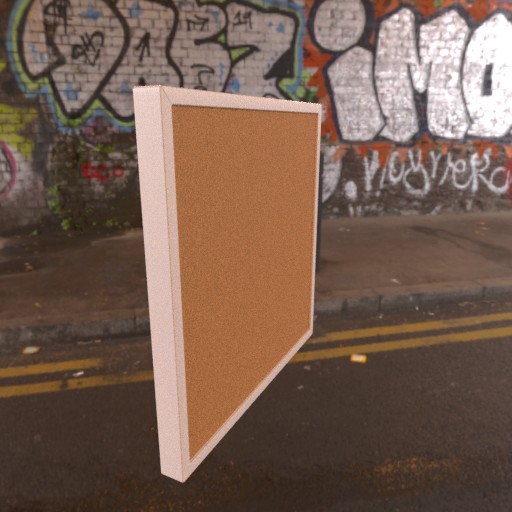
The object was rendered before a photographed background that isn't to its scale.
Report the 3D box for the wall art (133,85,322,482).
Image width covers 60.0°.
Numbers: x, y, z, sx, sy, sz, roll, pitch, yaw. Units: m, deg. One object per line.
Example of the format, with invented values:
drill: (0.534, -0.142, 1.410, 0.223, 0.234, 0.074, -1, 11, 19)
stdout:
wall art: (0.000, 0.000, 0.755, 0.038, 0.508, 0.508, 8, 18, 26)
